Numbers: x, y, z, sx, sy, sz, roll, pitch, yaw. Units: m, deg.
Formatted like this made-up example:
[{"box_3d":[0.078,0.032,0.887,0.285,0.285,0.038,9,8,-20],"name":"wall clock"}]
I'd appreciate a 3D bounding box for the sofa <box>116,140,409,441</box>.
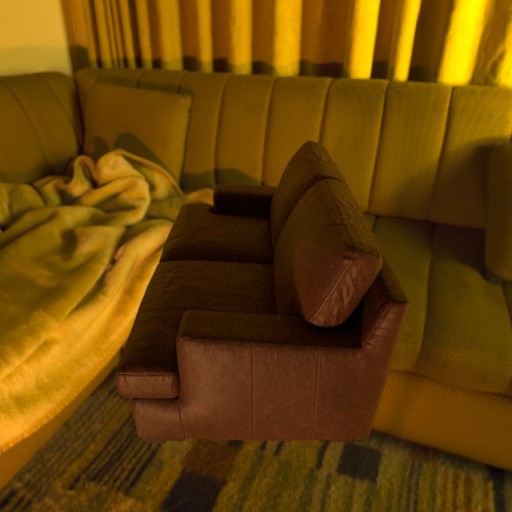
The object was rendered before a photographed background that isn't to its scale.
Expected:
[{"box_3d":[0.000,0.000,2.528,1.143,0.939,1.880,0,28,0],"name":"sofa"}]
